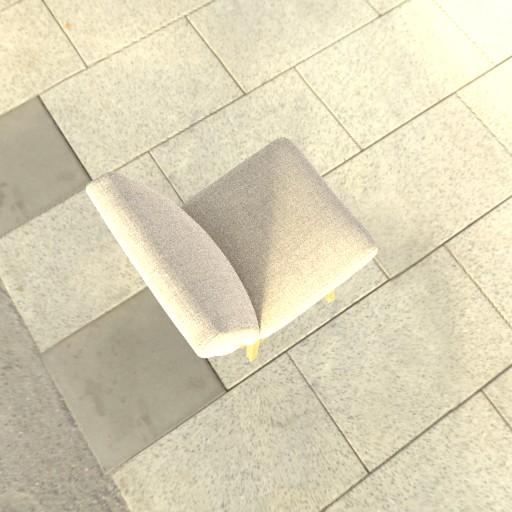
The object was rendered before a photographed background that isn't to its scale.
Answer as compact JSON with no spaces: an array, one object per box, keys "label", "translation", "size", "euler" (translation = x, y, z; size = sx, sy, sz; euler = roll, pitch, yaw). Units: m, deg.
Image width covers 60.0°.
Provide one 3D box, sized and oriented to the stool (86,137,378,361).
[{"label":"stool","translation":[0.000,0.000,1.408],"size":[0.569,1.106,0.483],"euler":[-35,78,-9]}]
